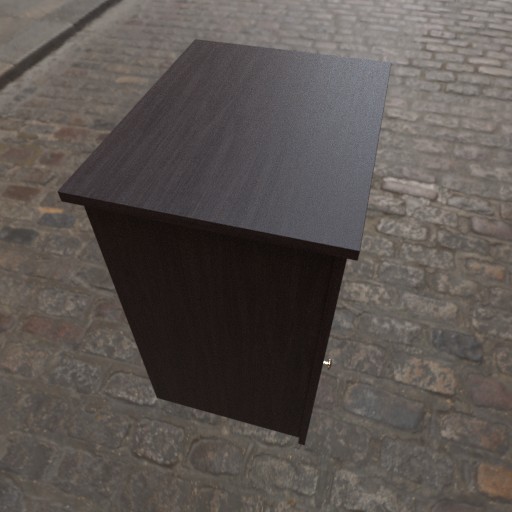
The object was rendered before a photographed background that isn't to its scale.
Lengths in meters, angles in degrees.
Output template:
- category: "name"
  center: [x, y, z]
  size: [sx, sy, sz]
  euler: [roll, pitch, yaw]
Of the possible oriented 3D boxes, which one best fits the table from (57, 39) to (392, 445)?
- category: "table"
  center: [0.000, 0.000, 0.908]
  size: [0.381, 0.635, 0.480]
  euler: [12, 49, 10]
